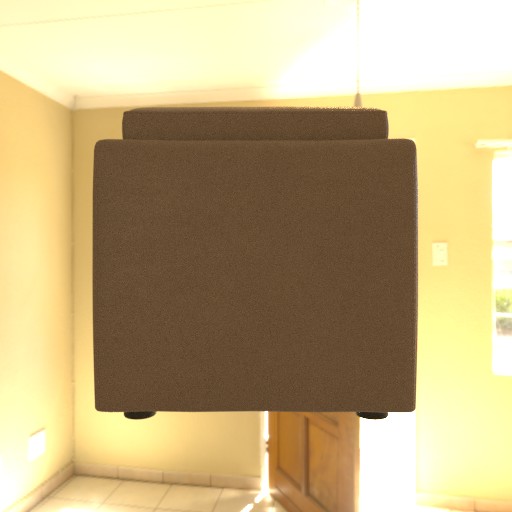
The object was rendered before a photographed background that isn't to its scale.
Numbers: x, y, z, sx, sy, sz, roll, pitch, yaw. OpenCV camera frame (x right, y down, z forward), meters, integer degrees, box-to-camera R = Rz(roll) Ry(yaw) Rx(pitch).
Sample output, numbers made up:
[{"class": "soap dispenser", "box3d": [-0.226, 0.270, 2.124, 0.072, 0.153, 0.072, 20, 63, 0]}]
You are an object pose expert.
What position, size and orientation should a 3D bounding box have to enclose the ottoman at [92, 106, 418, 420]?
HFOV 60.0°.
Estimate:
[{"class": "ottoman", "box3d": [0.000, 0.000, 0.812, 0.450, 0.460, 0.451, 0, 0, 0]}]
